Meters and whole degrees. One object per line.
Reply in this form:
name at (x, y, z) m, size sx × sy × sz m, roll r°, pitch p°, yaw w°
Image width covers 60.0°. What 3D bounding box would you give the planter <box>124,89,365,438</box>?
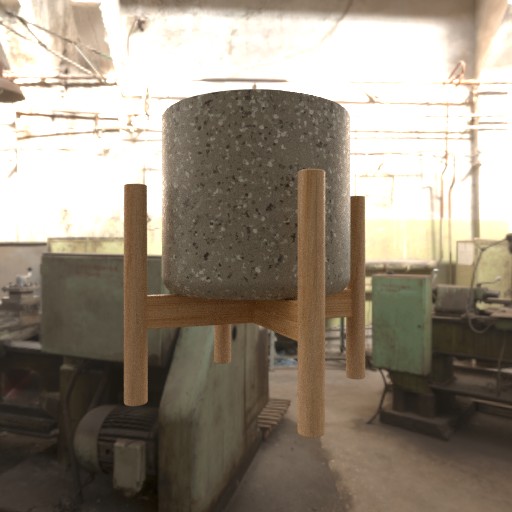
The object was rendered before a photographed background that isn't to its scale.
planter at (0.000, 0.000, 0.534) m, size 0.284 × 0.320 × 0.284 m, roll 0°, pitch 0°, yaw 2°
